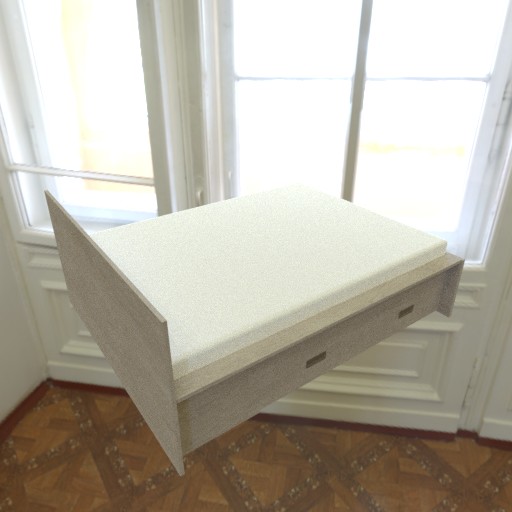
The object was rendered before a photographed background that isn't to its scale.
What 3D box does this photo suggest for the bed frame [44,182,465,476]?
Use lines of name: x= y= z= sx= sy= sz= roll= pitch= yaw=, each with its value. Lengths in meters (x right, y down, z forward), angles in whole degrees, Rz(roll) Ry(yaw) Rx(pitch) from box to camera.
bed frame: x=0.000 y=0.000 z=2.770 sx=1.960 sy=0.800 sz=1.622 roll=-19 pitch=33 yaw=-31
